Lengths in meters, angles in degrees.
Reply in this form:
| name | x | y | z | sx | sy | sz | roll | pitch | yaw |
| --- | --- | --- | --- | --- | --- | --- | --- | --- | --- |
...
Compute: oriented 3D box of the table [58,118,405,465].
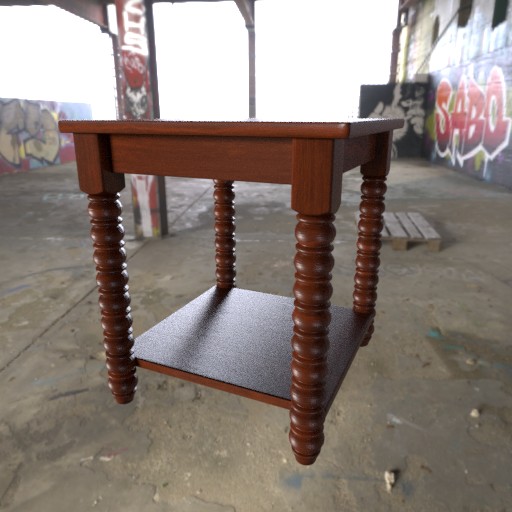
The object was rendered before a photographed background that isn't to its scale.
| name | x | y | z | sx | sy | sz | roll | pitch | yaw |
| --- | --- | --- | --- | --- | --- | --- | --- | --- | --- |
| table | 0.000 | 0.000 | 0.962 | 0.500 | 0.567 | 0.533 | 8 | 19 | 24 |
